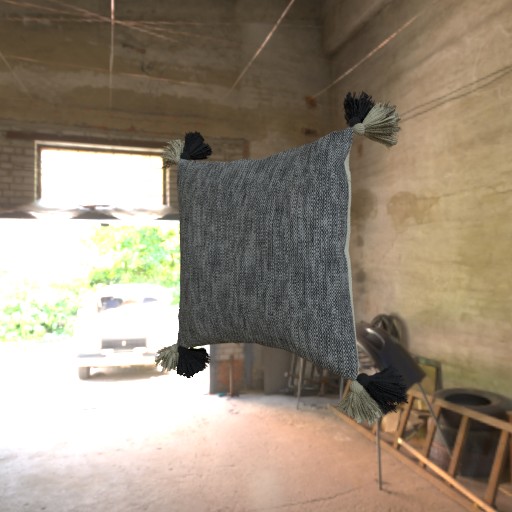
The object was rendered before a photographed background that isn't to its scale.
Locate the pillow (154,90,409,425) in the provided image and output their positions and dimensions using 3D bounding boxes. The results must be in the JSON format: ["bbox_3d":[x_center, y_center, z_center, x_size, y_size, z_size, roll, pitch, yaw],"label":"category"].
[{"bbox_3d":[0.000,0.000,0.984,0.654,0.659,0.170,0,-1,35],"label":"pillow"}]
